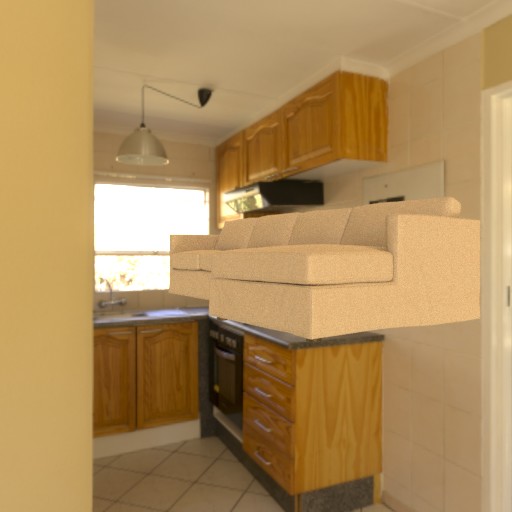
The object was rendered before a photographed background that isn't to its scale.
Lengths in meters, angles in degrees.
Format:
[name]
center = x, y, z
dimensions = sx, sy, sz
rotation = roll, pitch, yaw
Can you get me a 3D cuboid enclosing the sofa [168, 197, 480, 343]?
[sofa]
center = 0.000, 0.000, 3.910
dimensions = 1.622, 0.867, 3.177
rotation = 0, 0, -35
